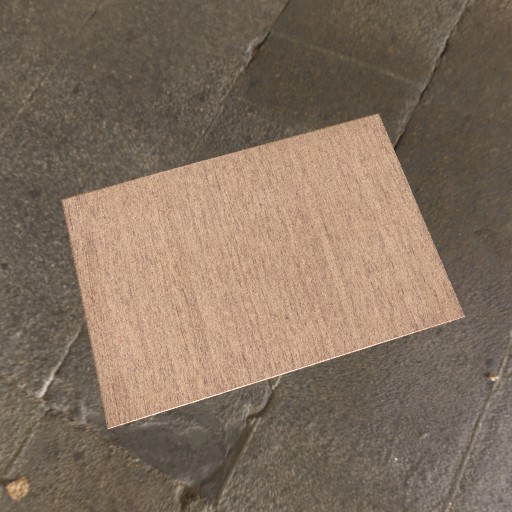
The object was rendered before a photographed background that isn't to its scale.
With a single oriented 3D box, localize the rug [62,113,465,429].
[{"bbox_3d":[0.000,0.000,2.332,1.840,0.013,1.225,-16,75,-4],"label":"rug"}]
